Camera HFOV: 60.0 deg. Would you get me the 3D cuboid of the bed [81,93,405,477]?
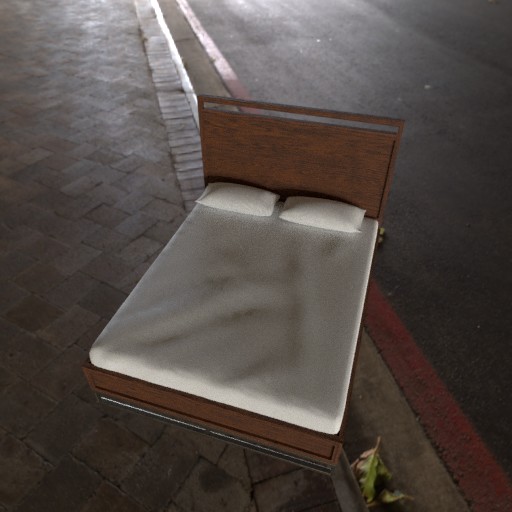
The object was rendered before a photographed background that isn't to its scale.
[{"bbox_3d":[0.000,0.000,3.377,1.765,1.487,2.218,12,42,13],"label":"bed"}]
